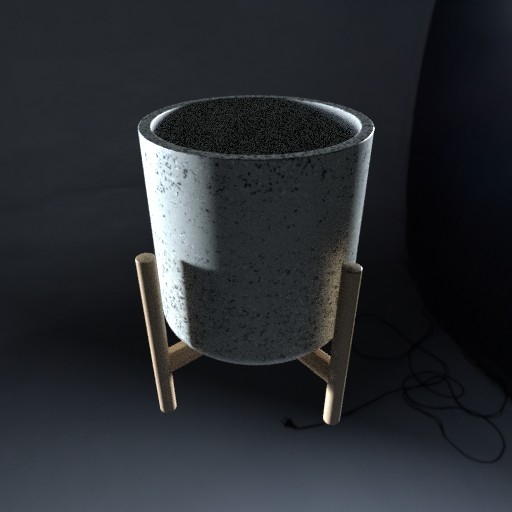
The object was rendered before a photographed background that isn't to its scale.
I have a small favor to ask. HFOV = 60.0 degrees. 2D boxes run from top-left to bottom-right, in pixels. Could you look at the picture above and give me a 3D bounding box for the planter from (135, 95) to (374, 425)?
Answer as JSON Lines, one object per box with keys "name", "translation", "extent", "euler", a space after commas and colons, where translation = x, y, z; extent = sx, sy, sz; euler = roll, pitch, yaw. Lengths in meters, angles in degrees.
{"name": "planter", "translation": [0.000, 0.000, 0.693], "extent": [0.360, 0.419, 0.360], "euler": [-9, 33, -15]}
